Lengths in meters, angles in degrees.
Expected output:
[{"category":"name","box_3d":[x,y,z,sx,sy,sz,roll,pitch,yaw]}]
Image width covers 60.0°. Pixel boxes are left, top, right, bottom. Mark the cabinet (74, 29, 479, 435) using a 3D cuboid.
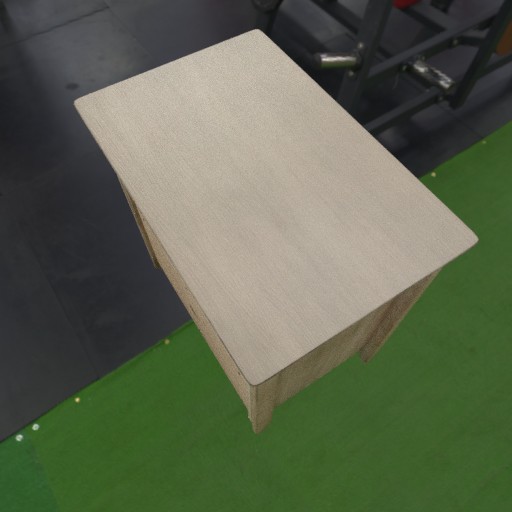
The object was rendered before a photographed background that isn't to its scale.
[{"category":"cabinet","box_3d":[0.000,0.000,1.238,0.503,0.762,0.763,-29,64,-16]}]
